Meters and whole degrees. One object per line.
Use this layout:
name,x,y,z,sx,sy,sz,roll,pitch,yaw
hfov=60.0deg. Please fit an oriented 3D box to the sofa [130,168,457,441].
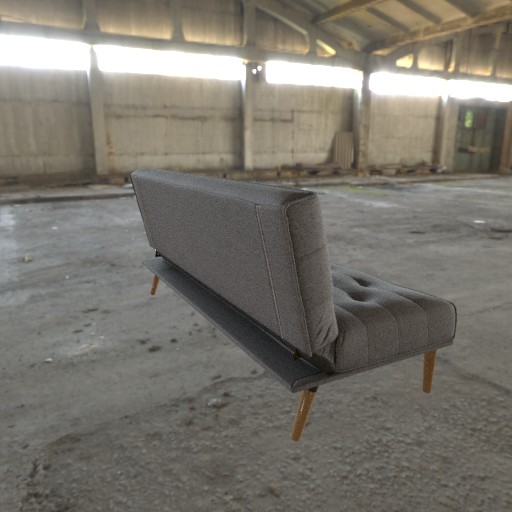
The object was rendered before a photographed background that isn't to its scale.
sofa,0.000,0.000,2.263,0.810,0.830,1.820,-7,16,-28
